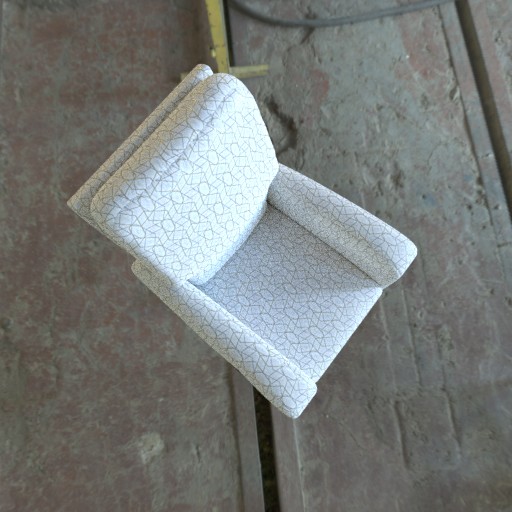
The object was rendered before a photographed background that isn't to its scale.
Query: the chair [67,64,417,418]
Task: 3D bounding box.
[{"bbox_3d":[0.000,0.000,1.757,0.995,1.064,0.796,38,79,8],"label":"chair"}]
